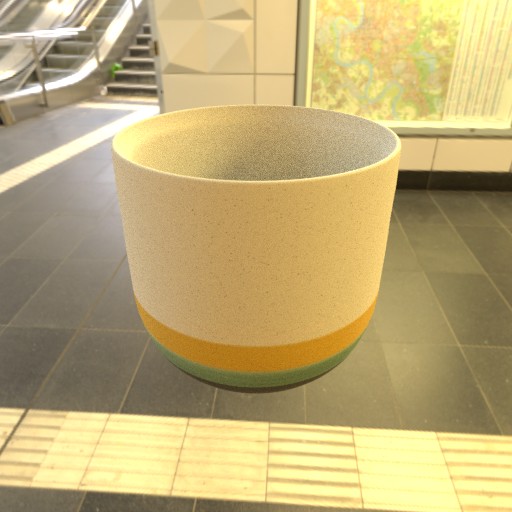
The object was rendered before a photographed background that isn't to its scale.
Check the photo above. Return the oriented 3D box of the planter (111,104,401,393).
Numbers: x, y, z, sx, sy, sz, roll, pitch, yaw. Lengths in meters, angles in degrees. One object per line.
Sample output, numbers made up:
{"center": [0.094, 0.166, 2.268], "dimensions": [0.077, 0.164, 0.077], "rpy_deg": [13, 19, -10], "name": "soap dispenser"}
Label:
{"center": [0.000, 0.000, 0.488], "dimensions": [0.268, 0.270, 0.268], "rpy_deg": [0, 30, 0], "name": "planter"}
